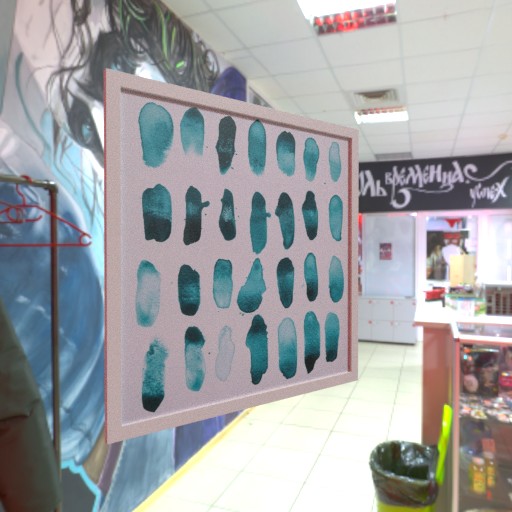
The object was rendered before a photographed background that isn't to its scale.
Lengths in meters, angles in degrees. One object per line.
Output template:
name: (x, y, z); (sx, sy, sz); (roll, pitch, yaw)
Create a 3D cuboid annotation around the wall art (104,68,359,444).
wall art: (0.000, 0.000, 0.676); (0.456, 0.457, 0.009); (0, 1, -36)
